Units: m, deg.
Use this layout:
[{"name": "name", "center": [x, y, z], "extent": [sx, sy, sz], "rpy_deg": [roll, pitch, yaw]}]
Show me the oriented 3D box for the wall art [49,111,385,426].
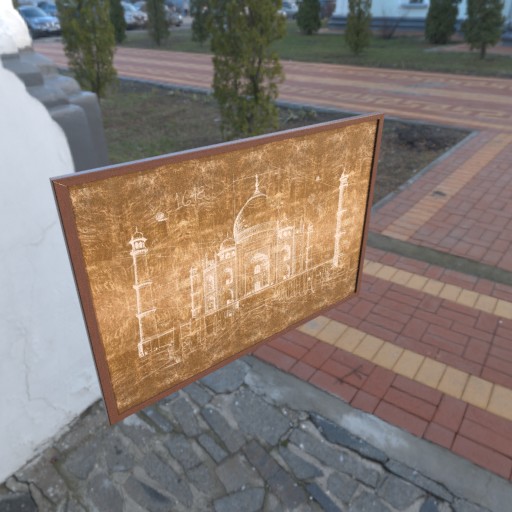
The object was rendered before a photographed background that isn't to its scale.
[{"name": "wall art", "center": [0.000, 0.000, 0.850], "extent": [0.660, 0.455, 0.014], "rpy_deg": [-21, 36, -32]}]
